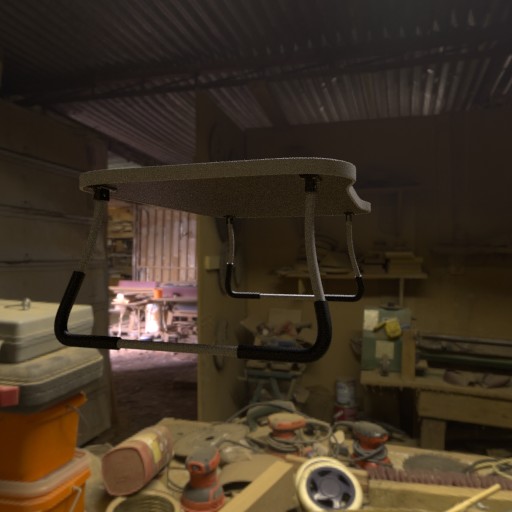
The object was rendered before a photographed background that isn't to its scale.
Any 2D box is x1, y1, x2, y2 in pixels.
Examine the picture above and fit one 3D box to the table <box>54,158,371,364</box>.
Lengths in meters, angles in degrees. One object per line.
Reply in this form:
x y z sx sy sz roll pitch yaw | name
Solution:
0.000 0.000 0.838 0.400 0.232 0.660 0 0 17 | table
